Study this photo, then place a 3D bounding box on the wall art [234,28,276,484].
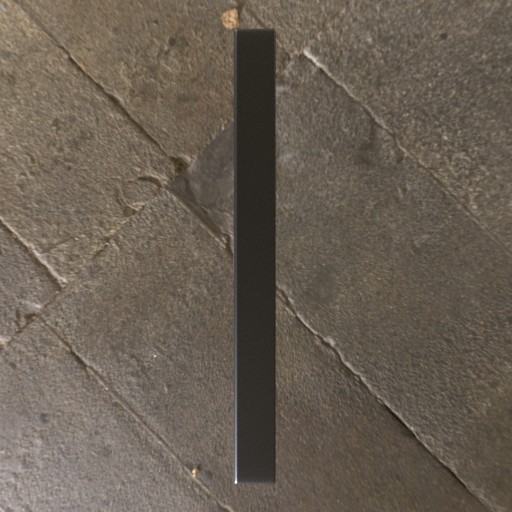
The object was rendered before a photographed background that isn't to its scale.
[{"bbox_3d":[0.000,0.000,0.595,0.041,0.407,0.406,0,90,1],"label":"wall art"}]
